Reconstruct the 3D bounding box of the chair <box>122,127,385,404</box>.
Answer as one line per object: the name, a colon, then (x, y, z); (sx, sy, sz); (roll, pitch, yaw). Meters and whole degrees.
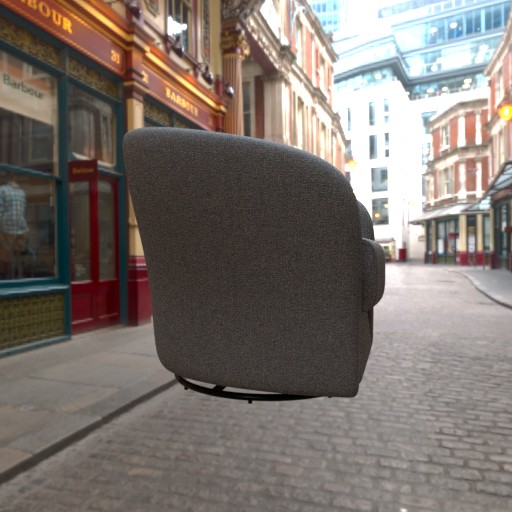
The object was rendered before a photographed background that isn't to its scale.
chair: (0.000, 0.000, 1.456); (0.815, 0.771, 0.791); (0, 0, 18)
